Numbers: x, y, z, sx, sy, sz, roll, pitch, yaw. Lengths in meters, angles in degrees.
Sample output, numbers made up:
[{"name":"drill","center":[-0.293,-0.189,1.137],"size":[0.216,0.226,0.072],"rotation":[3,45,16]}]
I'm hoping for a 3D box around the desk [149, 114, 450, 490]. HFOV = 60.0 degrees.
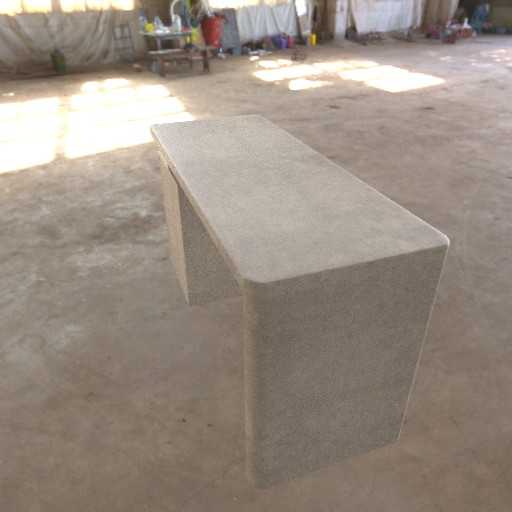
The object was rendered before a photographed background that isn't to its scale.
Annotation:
[{"name":"desk","center":[0.000,0.000,1.771],"size":[0.550,0.755,1.400],"rotation":[-11,33,-17]}]
